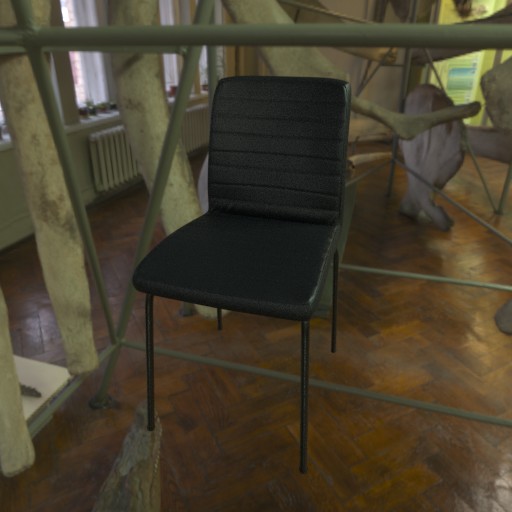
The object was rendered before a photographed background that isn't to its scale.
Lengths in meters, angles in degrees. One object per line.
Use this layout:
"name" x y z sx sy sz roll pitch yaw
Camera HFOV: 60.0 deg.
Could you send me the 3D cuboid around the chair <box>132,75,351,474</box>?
"chair" 0.000 0.000 1.206 0.450 0.872 0.572 8 27 16
